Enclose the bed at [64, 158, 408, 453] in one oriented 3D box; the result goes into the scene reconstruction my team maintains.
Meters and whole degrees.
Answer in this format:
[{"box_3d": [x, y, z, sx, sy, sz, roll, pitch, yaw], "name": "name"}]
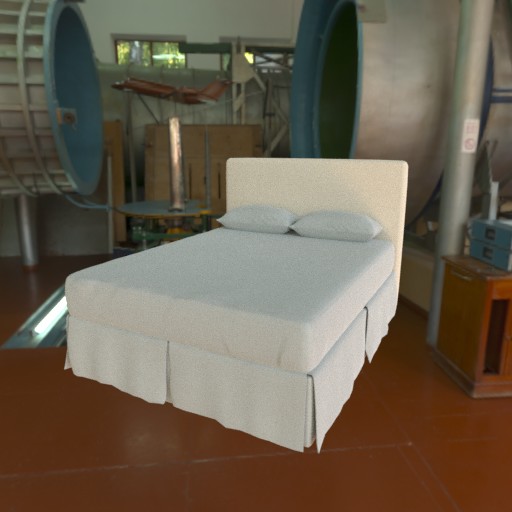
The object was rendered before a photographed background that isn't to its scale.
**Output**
[{"box_3d": [0.000, 0.000, 3.217, 1.748, 1.330, 2.142, 7, 16, 27], "name": "bed"}]
